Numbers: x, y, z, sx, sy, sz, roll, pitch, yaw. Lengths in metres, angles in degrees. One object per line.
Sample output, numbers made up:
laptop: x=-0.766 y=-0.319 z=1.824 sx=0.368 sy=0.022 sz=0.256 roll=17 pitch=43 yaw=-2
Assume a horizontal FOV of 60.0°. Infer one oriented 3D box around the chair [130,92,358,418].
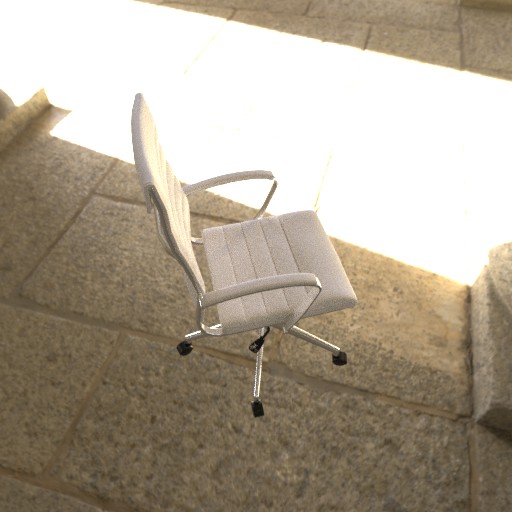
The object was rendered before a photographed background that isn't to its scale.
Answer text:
chair: x=0.000 y=0.000 z=1.650 sx=0.739 sy=1.149 sz=0.766 roll=-10 pitch=50 yaw=-9
